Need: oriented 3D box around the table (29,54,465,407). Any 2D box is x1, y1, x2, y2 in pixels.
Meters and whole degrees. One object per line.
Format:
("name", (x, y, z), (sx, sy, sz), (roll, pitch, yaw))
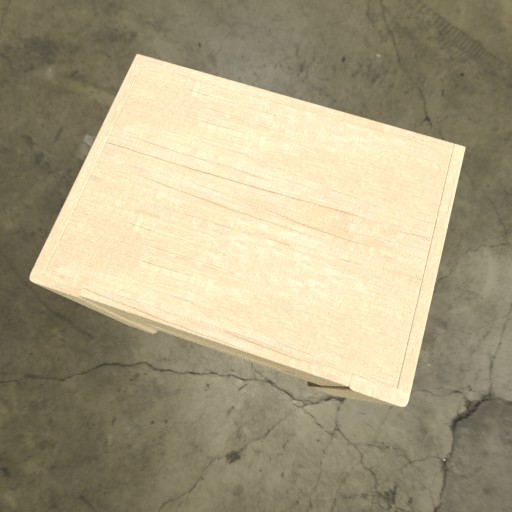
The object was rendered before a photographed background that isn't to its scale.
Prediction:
("table", (0.000, 0.000, 0.925), (0.570, 0.510, 0.420), (18, 75, 5))
